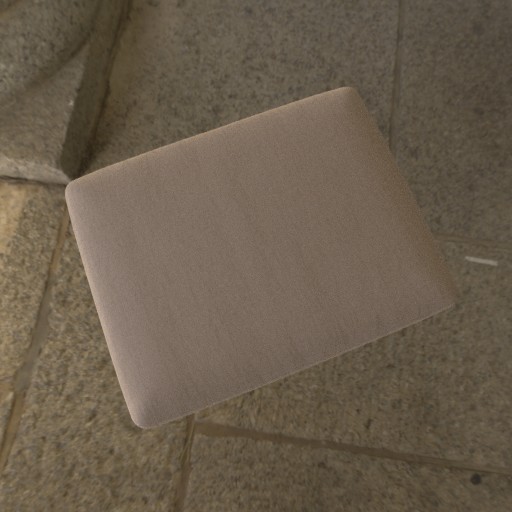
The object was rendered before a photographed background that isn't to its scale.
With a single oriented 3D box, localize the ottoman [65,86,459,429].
[{"bbox_3d":[0.000,0.000,1.146,0.771,0.420,0.606,-21,76,-5],"label":"ottoman"}]
